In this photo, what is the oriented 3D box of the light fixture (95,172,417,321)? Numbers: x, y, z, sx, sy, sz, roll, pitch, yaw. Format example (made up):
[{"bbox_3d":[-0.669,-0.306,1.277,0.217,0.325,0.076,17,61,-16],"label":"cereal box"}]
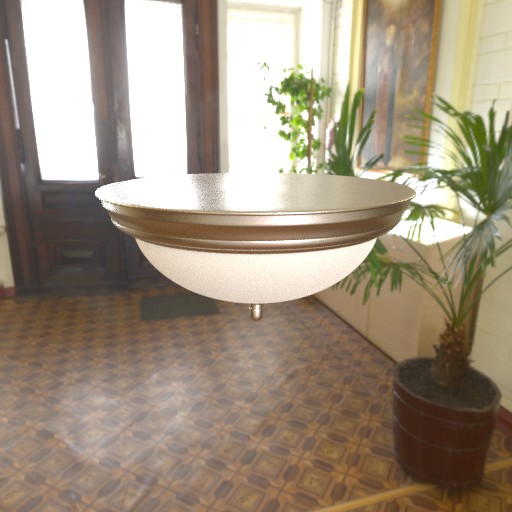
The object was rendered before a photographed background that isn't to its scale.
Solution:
[{"bbox_3d":[0.000,0.000,0.426,0.280,0.135,0.280,0,16,0],"label":"light fixture"}]
